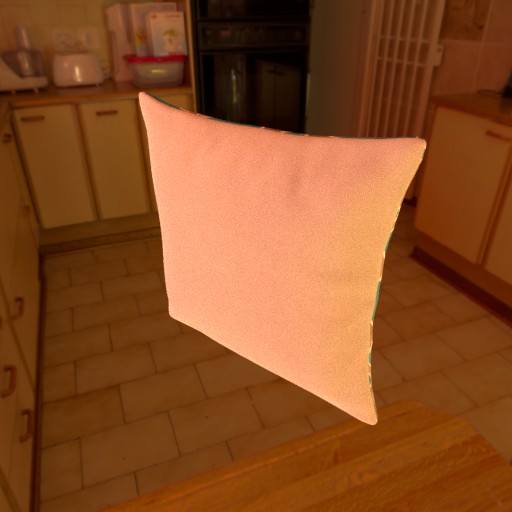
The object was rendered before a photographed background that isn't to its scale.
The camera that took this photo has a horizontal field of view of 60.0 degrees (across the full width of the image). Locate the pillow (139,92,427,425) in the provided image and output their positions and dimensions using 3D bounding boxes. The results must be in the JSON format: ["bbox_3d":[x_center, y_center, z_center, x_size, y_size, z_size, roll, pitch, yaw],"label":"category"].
[{"bbox_3d":[0.000,0.000,0.791,0.526,0.507,0.166,21,36,32],"label":"pillow"}]
